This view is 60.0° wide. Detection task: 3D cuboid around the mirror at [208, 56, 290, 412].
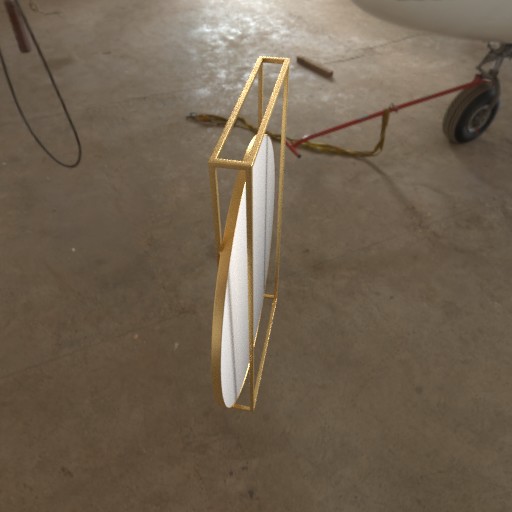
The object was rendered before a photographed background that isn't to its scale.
[{"bbox_3d":[0.000,0.000,0.823,0.051,0.603,0.508,8,45,8],"label":"mirror"}]
